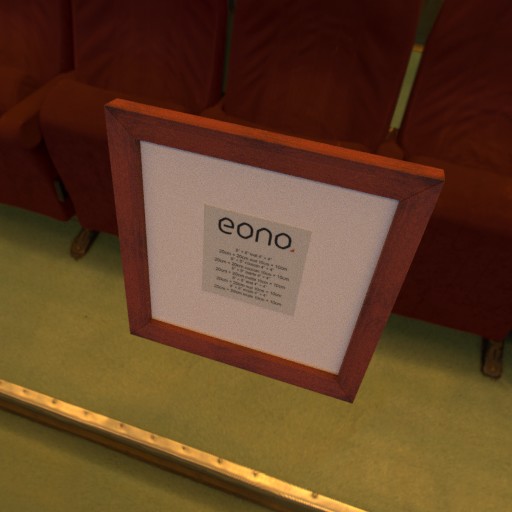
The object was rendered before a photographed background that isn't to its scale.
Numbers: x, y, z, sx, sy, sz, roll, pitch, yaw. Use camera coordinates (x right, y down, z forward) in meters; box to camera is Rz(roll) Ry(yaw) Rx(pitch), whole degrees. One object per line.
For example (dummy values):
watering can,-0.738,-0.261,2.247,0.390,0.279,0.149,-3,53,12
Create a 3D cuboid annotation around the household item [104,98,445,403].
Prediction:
household item,0.000,0.000,0.391,0.240,0.240,0.131,15,58,9
